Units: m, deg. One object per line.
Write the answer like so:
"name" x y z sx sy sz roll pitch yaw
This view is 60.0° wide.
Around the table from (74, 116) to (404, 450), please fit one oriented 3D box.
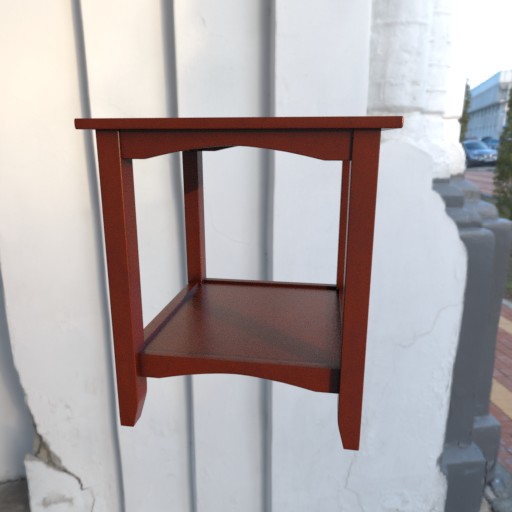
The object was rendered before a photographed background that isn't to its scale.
"table" 0.000 0.000 0.970 0.522 0.558 0.523 3 15 11
